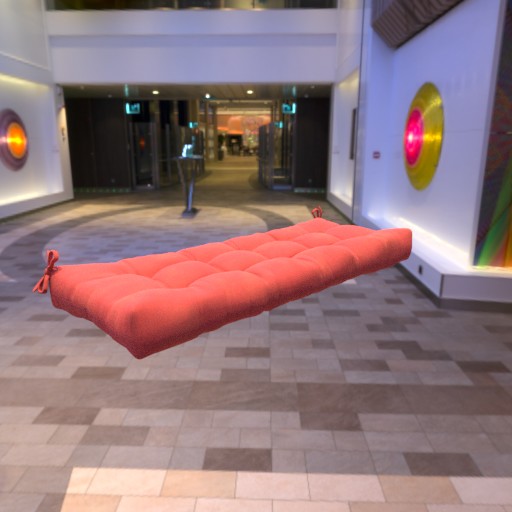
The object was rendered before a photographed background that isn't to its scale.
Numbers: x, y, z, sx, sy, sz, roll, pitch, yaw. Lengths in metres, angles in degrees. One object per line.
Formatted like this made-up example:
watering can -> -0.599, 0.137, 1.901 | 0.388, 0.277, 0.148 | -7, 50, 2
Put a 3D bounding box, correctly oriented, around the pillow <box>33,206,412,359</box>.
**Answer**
pillow -> 0.000, 0.000, 1.381 | 1.194, 0.174, 0.511 | -14, 20, -43
